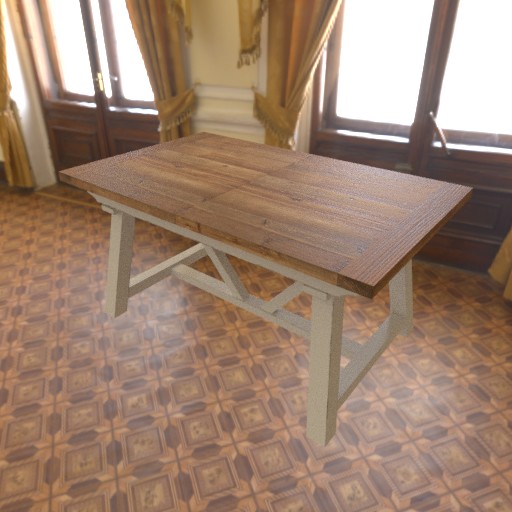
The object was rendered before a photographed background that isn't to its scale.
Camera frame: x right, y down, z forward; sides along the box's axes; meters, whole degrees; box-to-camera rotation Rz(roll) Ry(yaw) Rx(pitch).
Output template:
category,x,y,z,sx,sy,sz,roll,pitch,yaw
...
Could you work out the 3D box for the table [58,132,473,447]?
category,x,y,z,sx,sy,sz,roll,pitch,yaw
table,0.000,0.000,2.056,1.503,0.743,0.922,21,35,33
